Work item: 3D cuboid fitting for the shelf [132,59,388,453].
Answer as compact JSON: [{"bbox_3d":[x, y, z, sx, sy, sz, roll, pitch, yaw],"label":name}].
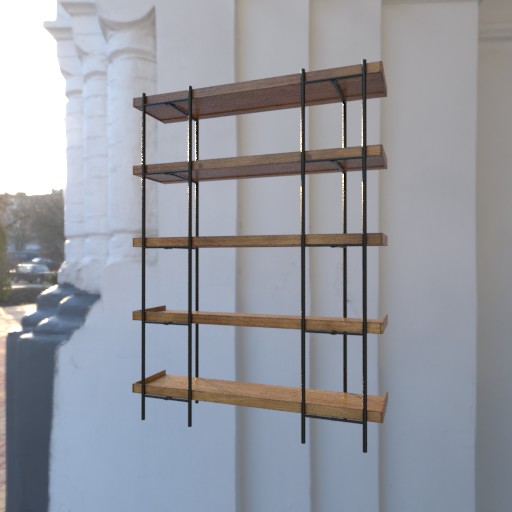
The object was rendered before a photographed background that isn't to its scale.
[{"bbox_3d":[0.000,0.000,2.442,1.371,1.826,0.379,0,-1,20],"label":"shelf"}]
